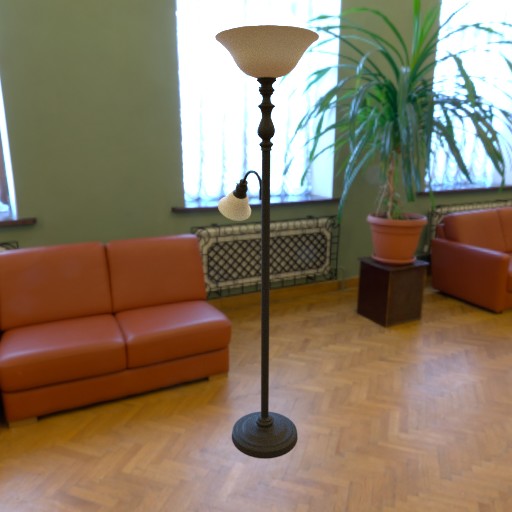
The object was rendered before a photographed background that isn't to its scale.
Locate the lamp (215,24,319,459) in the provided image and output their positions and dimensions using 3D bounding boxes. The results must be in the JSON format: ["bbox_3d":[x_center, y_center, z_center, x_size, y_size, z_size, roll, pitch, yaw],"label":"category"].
[{"bbox_3d":[0.000,0.000,2.026,0.405,1.793,0.588,-7,16,-26],"label":"lamp"}]
